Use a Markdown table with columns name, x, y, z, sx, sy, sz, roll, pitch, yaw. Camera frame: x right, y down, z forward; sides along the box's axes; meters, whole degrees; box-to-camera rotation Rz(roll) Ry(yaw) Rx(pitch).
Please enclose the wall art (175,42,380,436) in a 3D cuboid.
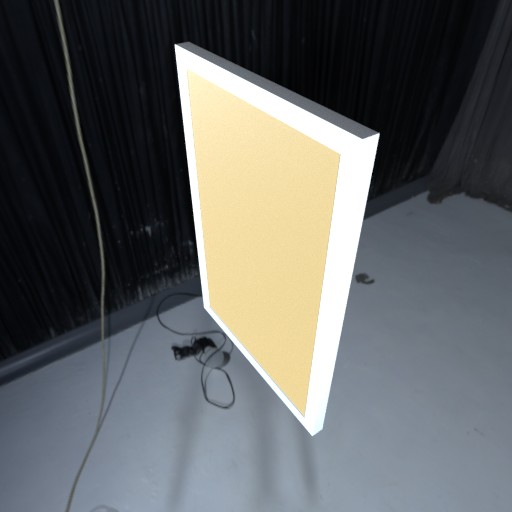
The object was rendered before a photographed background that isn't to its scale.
| name | x | y | z | sx | sy | sz | roll | pitch | yaw |
| --- | --- | --- | --- | --- | --- | --- | --- | --- | --- |
| wall art | 0.000 | 0.000 | 1.170 | 0.039 | 0.915 | 0.612 | -25 | 47 | -26 |
